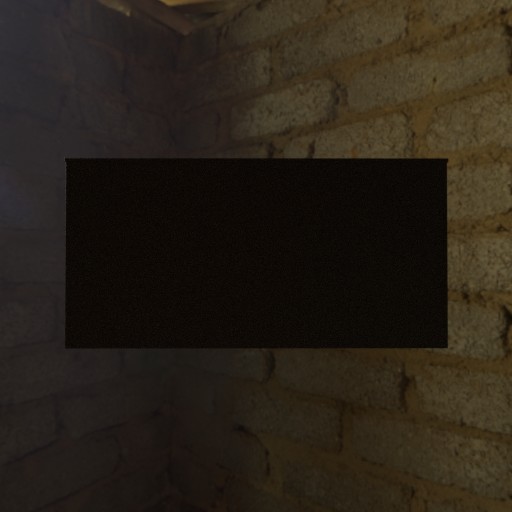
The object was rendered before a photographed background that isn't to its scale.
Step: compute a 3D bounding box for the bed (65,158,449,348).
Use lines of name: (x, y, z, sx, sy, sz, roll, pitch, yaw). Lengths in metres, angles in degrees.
bed: (0.000, 0.000, 2.933, 1.634, 0.808, 2.103, 0, -1, 0)
